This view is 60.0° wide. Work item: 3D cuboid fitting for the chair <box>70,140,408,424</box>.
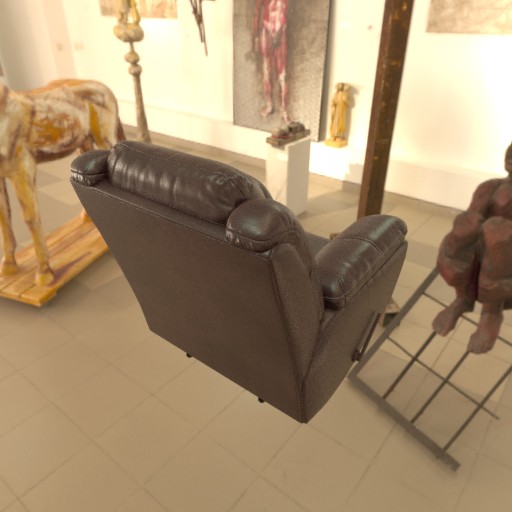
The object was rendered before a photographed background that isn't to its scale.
[{"bbox_3d":[0.000,0.000,1.895,0.990,1.093,1.041,22,37,32],"label":"chair"}]
